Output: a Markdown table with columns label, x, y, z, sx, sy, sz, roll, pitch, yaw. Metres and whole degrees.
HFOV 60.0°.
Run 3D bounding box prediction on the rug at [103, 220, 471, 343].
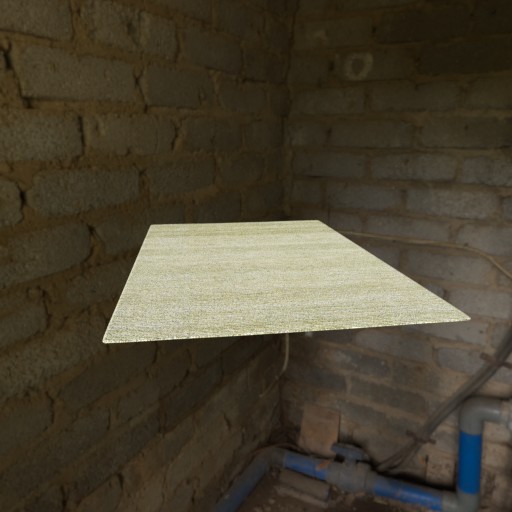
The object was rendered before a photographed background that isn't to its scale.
| label | x | y | z | sx | sy | sz | roll | pitch | yaw |
| --- | --- | --- | --- | --- | --- | --- | --- | --- | --- |
| rug | 0.000 | 0.000 | 2.167 | 1.143 | 0.010 | 1.758 | -2 | 15 | -8 |
